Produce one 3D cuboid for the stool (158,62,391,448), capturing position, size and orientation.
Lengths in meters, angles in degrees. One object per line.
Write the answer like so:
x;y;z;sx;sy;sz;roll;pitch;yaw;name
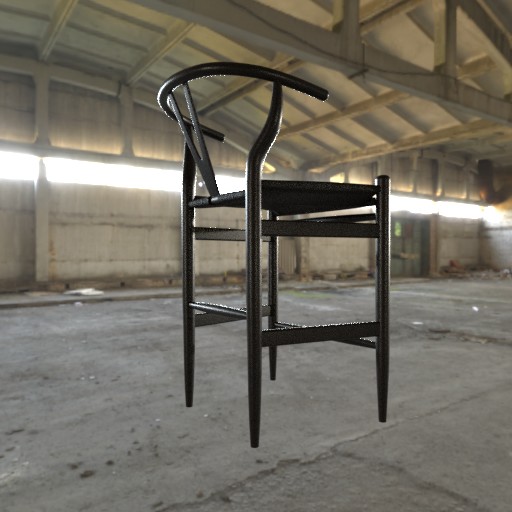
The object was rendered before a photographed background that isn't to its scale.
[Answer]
0.000;0.000;1.356;0.579;0.970;0.569;0;0;-35;stool
